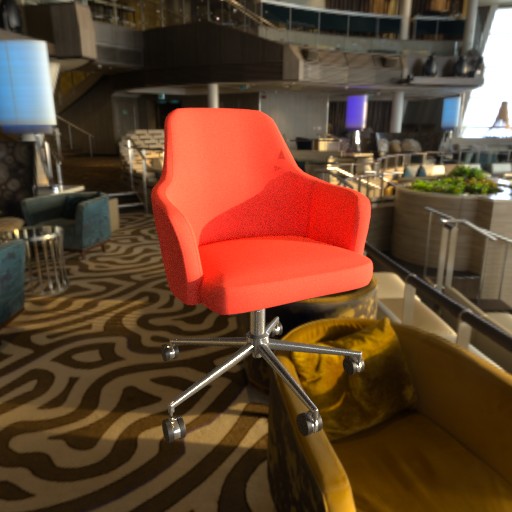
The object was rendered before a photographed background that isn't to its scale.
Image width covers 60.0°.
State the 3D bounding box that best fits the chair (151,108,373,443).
[{"bbox_3d":[0.000,0.000,1.261,0.655,0.820,0.600,-9,18,-27],"label":"chair"}]
